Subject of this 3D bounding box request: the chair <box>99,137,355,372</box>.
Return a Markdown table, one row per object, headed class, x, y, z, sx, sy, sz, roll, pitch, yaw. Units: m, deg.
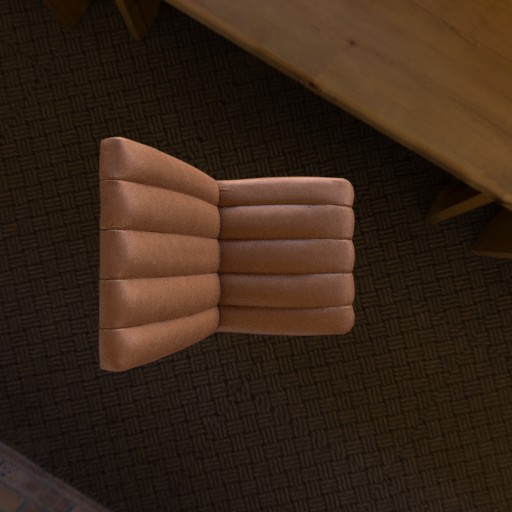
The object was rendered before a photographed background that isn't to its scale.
| class | x | y | z | sx | sy | sz | roll | pitch | yaw |
| --- | --- | --- | --- | --- | --- | --- | --- | --- | --- |
| chair | 0.000 | 0.000 | 1.394 | 0.647 | 1.016 | 0.511 | 0 | 90 | 0 |
